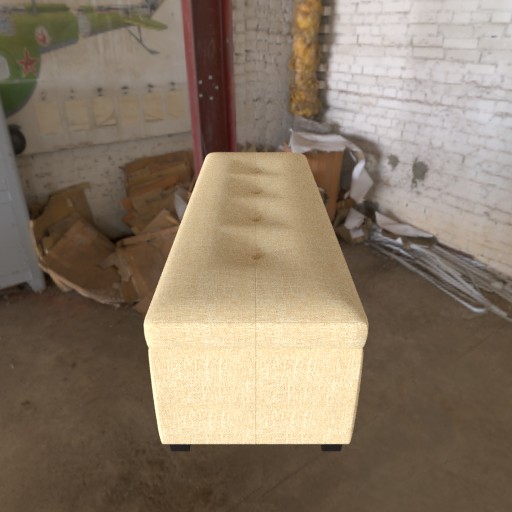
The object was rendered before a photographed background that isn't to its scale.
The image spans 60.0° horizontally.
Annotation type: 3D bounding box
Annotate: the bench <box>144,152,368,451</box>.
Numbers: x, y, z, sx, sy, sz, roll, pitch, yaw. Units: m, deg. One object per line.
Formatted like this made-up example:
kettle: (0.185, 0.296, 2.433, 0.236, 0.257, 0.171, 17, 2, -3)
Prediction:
bench: (0.000, 0.000, 1.440, 0.432, 0.406, 1.219, 0, 28, 0)
